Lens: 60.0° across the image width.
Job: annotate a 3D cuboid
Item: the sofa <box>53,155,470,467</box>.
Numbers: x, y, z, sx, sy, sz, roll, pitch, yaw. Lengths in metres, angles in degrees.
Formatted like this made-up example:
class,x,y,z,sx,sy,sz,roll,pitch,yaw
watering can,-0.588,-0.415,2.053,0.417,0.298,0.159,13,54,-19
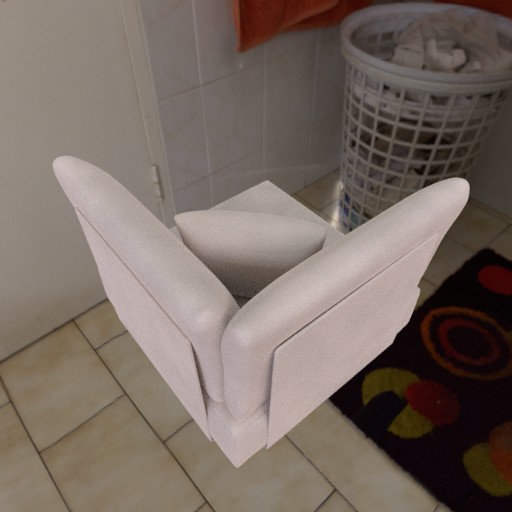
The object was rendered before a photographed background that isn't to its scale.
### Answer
class,x,y,z,sx,sy,sz,roll,pitch,yaw
sofa,0.000,0.000,1.724,1.000,0.820,1.000,-30,53,-26
